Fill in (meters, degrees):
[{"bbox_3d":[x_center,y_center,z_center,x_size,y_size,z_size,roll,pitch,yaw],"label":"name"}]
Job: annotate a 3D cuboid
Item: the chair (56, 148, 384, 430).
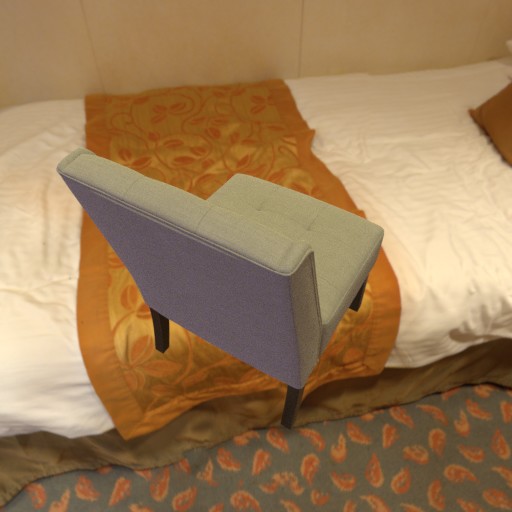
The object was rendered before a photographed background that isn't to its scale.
[{"bbox_3d":[0.000,0.000,1.290,0.569,0.853,0.676,24,51,21],"label":"chair"}]
